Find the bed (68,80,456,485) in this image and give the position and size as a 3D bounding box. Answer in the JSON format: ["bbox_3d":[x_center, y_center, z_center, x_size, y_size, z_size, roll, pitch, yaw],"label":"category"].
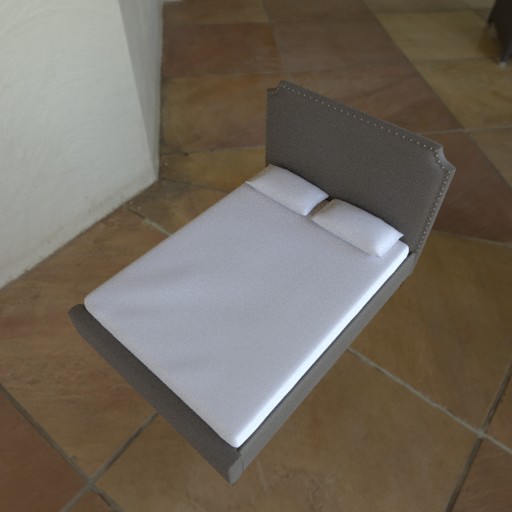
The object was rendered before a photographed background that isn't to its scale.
[{"bbox_3d":[0.000,0.000,3.332,1.712,1.443,2.372,33,56,26],"label":"bed"}]
